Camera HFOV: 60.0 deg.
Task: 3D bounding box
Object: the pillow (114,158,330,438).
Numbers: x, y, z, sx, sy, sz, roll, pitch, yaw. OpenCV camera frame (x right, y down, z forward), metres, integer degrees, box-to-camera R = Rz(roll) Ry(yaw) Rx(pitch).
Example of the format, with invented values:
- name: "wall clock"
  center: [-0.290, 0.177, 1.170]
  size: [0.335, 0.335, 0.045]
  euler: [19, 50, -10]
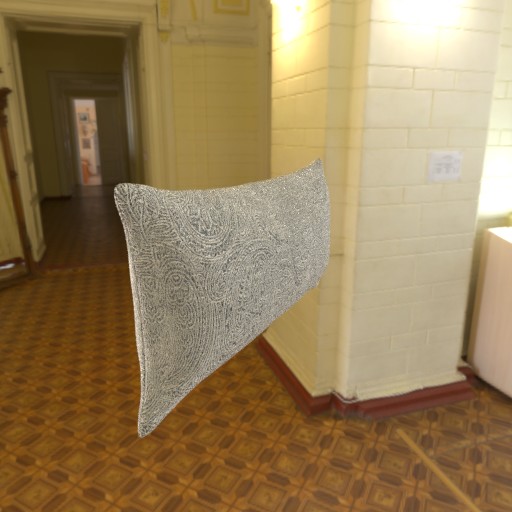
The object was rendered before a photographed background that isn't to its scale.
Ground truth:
- name: "pillow"
  center: [0.000, 0.000, 0.738]
  size: [0.151, 0.295, 0.615]
  euler: [8, 17, 26]
